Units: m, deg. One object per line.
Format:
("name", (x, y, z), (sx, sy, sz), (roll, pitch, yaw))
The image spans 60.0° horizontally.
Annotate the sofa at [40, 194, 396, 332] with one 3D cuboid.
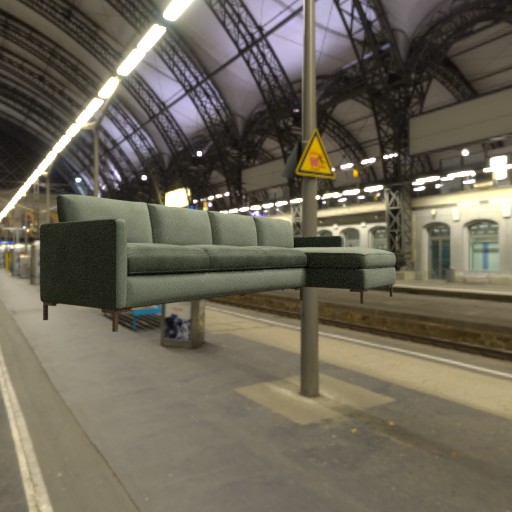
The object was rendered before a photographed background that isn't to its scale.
("sofa", (0.000, 0.000, 3.351), (1.255, 0.756, 2.725), (0, 0, 36))
